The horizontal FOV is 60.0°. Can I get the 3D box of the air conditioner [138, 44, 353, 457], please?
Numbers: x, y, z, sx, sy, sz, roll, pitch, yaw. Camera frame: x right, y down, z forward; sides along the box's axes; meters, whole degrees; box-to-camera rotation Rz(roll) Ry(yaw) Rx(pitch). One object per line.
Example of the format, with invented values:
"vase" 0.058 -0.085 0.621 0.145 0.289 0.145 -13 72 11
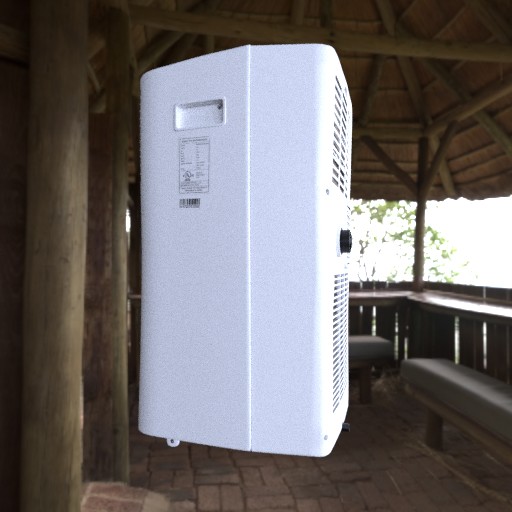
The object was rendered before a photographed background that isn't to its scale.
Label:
"air conditioner" 0.000 0.000 0.787 0.349 0.606 0.304 0 -1 18
